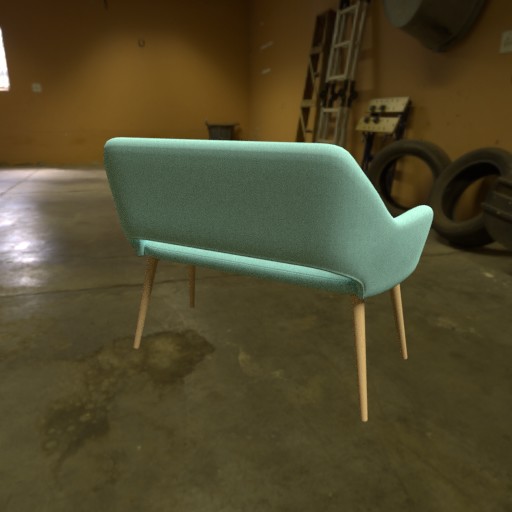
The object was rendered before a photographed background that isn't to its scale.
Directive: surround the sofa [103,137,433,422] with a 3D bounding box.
[{"bbox_3d":[0.000,0.000,1.610,1.150,0.840,0.610,9,20,27],"label":"sofa"}]
